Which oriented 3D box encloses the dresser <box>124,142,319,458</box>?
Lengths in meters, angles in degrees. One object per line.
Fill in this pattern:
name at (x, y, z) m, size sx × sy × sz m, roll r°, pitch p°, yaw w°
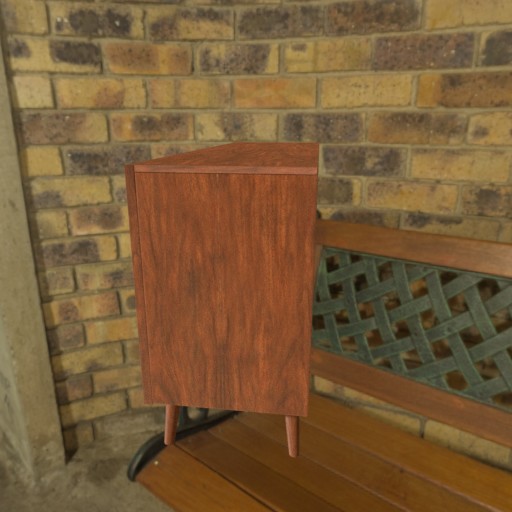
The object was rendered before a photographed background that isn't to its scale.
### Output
dresser at (0.000, 0.000, 1.901) m, size 0.500 × 0.889 × 1.472 m, roll 2°, pitch 17°, yaw 8°
